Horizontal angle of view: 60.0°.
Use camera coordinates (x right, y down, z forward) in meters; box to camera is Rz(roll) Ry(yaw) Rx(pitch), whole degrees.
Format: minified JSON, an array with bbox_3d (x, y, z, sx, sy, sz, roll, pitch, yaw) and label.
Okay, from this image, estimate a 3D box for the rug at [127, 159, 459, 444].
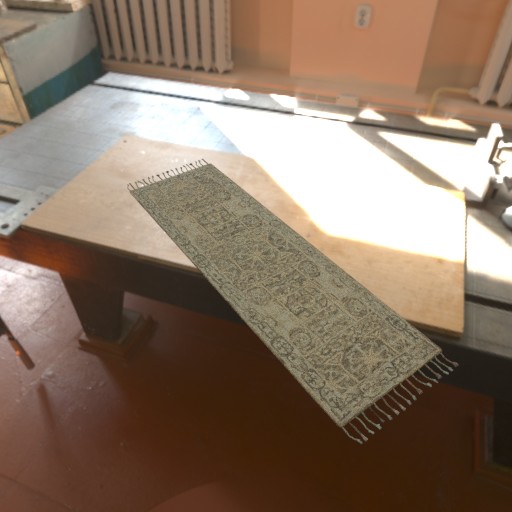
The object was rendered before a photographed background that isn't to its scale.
[{"bbox_3d":[0.000,0.000,2.983,0.762,0.011,2.664,-25,48,-26],"label":"rug"}]
